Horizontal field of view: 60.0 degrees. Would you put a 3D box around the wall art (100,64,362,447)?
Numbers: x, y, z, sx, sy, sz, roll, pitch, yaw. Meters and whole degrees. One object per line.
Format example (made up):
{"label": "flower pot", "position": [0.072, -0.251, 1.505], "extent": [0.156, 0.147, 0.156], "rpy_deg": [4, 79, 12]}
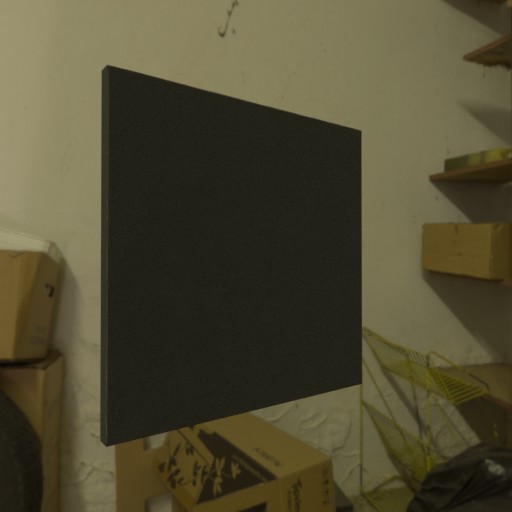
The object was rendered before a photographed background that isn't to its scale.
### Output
{"label": "wall art", "position": [0.000, 0.000, 0.447], "extent": [0.304, 0.303, 0.015], "rpy_deg": [0, -1, -36]}
